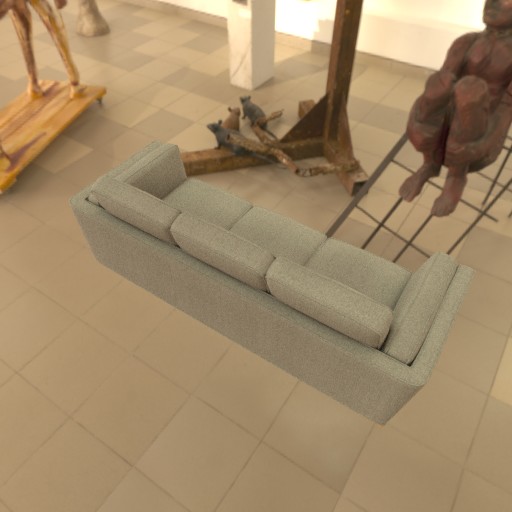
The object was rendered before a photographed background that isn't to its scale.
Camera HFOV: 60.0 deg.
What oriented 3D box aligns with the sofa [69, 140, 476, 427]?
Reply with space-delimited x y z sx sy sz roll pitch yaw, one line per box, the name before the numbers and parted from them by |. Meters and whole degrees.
sofa | 0.000 0.000 2.804 2.362 0.899 0.903 26 52 22
